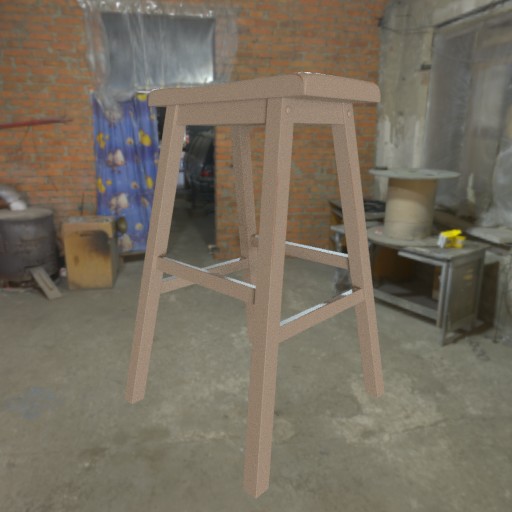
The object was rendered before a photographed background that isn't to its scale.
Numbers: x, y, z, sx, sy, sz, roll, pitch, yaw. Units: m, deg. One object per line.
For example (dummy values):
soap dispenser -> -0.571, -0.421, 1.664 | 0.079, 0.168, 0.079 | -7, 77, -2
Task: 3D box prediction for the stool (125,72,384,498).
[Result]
stool -> 0.000, 0.000, 1.026 | 0.457, 0.737, 0.476 | 14, 21, 42
